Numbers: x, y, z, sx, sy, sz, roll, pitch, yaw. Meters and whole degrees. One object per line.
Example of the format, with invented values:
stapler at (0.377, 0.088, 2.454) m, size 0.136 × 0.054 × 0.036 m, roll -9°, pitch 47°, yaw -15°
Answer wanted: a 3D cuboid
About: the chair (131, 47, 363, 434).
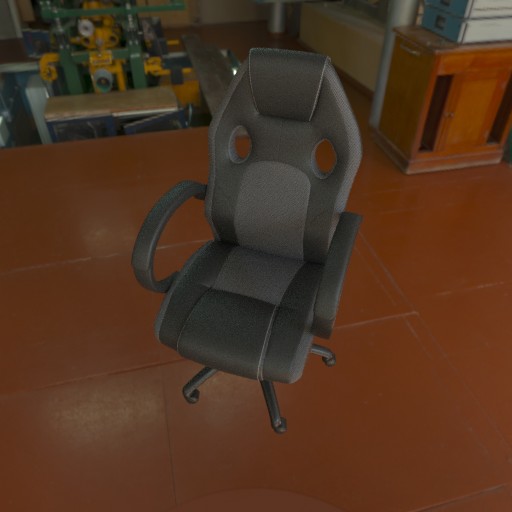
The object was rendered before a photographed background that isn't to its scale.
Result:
chair at (0.000, 0.000, 1.552) m, size 0.673 × 1.187 × 0.724 m, roll 13°, pitch 42°, yaw 15°
